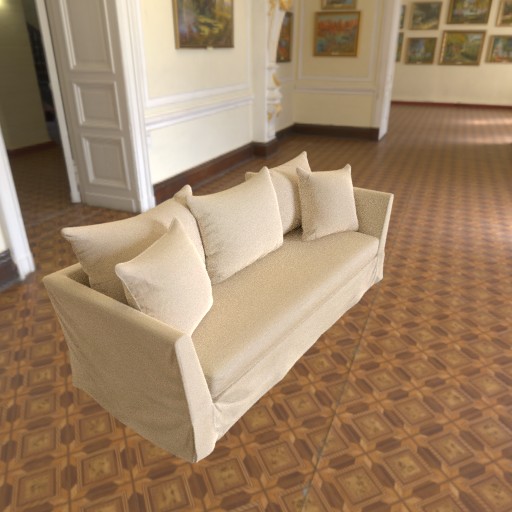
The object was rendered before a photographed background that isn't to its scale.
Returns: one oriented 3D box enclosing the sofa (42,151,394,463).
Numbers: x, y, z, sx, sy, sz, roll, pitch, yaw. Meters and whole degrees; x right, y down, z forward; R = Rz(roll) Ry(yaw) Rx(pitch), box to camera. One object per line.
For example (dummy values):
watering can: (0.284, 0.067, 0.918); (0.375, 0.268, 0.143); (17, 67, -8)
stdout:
sofa: (0.000, 0.000, 3.046); (1.030, 1.042, 2.484); (17, 30, 32)
